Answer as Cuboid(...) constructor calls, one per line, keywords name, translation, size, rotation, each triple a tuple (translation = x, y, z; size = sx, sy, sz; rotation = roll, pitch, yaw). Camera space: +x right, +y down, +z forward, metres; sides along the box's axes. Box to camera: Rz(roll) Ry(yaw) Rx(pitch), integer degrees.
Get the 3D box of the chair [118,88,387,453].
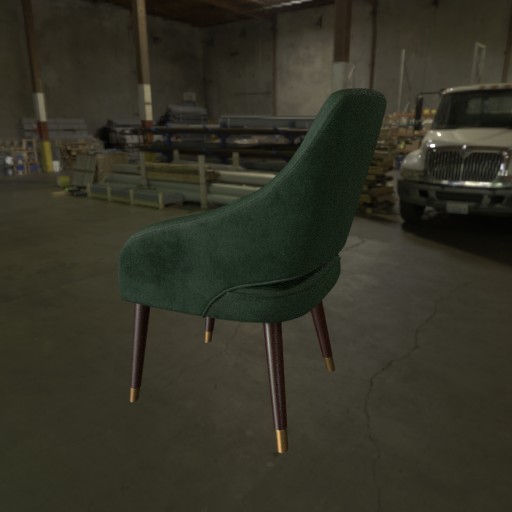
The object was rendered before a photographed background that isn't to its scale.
Cuboid(name="chair", translation=(0.000, 0.000, 1.578), size=(0.794, 1.081, 0.683), rotation=(8, 18, 25))
